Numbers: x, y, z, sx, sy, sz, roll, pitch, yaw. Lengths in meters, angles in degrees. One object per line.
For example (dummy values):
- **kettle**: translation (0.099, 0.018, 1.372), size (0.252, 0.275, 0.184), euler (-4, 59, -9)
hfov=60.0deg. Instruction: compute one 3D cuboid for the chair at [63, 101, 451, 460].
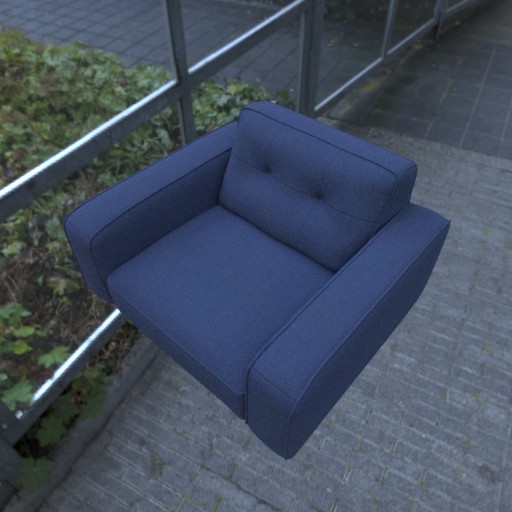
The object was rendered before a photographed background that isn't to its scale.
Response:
- **chair**: translation (0.000, 0.000, 1.734), size (1.118, 0.783, 0.953), euler (32, 54, 27)
